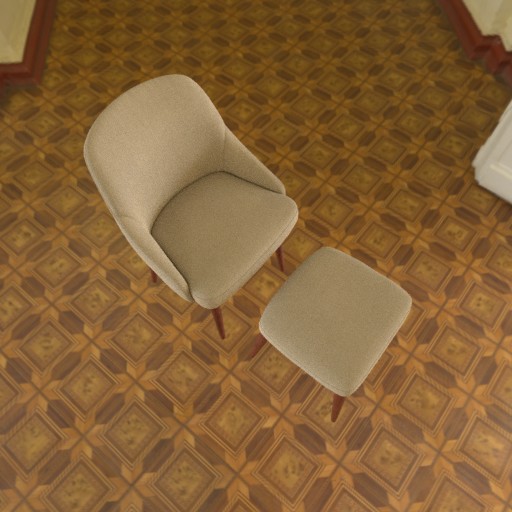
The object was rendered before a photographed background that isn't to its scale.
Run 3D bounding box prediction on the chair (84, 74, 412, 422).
[{"bbox_3d":[0.000,0.000,1.617,1.114,0.866,0.584,35,66,18],"label":"chair"}]
